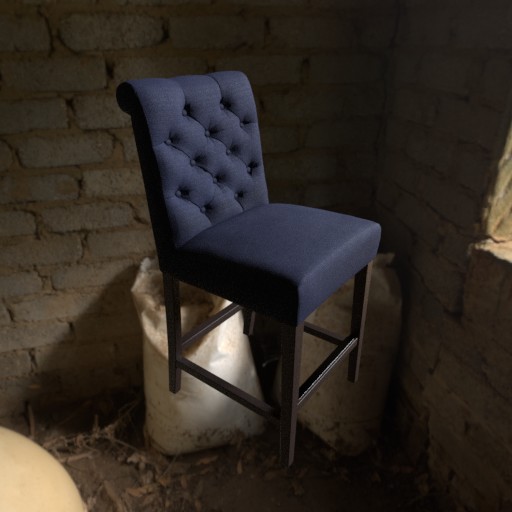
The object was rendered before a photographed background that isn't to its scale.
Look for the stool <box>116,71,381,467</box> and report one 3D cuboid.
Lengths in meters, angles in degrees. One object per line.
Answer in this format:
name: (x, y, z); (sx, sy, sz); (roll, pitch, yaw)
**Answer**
stool: (0.000, 0.000, 1.359); (0.601, 1.010, 0.493); (19, 32, 33)
